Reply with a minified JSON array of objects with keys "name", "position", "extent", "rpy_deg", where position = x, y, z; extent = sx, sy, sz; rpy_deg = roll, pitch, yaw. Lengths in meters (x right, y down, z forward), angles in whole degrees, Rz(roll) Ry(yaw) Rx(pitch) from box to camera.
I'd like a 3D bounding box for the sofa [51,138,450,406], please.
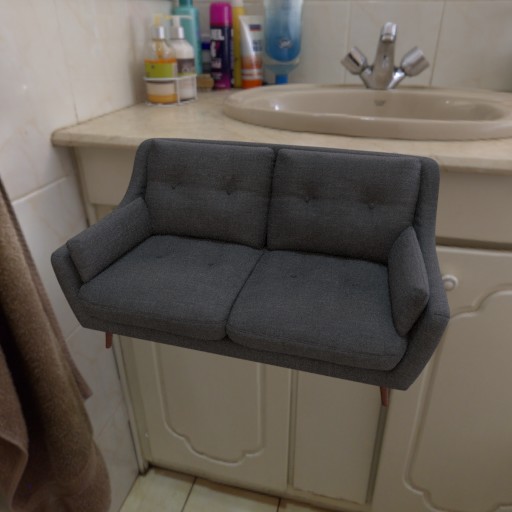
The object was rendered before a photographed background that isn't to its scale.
[{"name":"sofa","position":[0.000,0.000,2.129],"extent":[1.646,0.887,0.976],"rpy_deg":[8,29,14]}]
